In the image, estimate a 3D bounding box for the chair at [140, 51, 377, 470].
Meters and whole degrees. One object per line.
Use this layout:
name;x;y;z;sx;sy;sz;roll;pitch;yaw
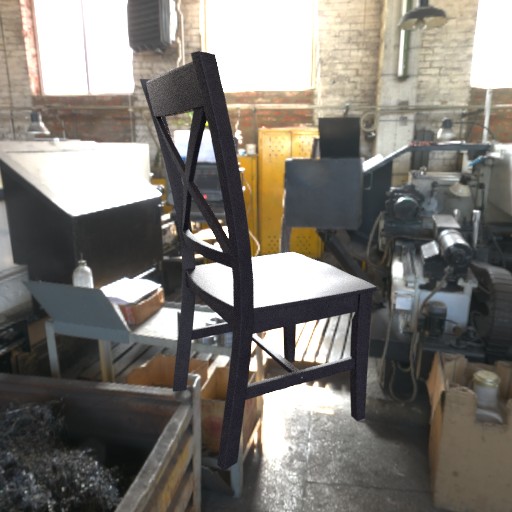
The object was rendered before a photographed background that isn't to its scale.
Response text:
chair;0.000;0.000;1.290;0.542;0.983;0.485;-7;16;-26
